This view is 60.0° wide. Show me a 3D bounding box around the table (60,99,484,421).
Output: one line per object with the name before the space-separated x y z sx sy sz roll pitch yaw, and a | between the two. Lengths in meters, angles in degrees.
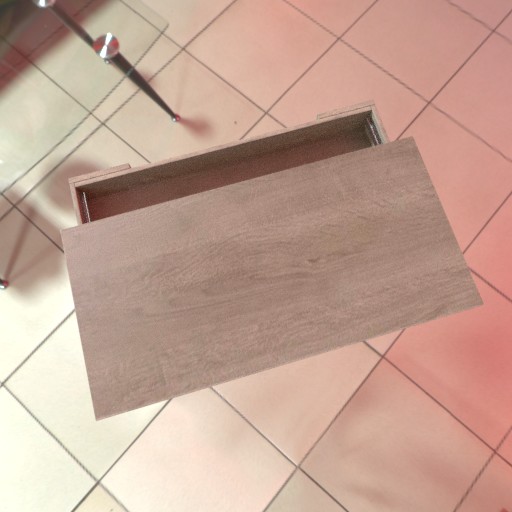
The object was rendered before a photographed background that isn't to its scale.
table | 0.000 0.000 1.450 1.000 0.570 0.711 -16 76 -4
